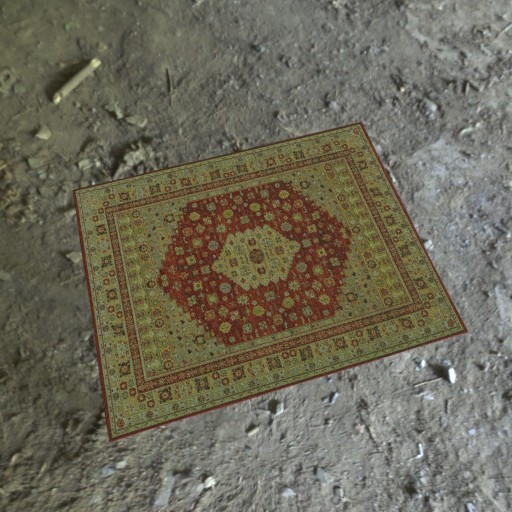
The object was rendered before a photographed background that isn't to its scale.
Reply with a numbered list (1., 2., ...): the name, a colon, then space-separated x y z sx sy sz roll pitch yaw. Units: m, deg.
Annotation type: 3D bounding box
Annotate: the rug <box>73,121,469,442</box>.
1. rug: 0.000 0.000 4.052 3.053 0.013 2.387 -15 66 -7
